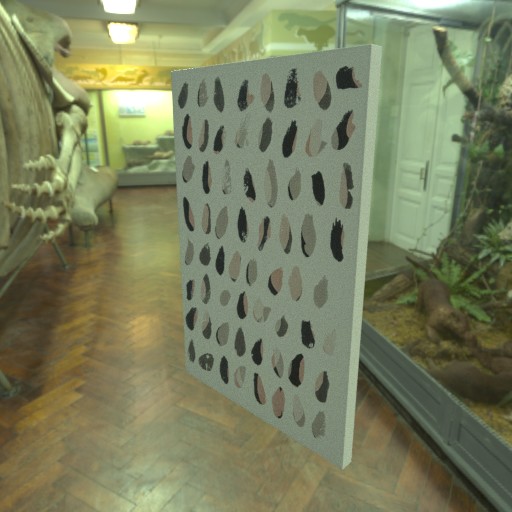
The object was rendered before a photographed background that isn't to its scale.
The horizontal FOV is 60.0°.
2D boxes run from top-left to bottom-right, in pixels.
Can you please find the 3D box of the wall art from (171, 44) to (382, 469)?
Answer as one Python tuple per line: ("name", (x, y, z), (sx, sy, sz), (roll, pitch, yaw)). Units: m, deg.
("wall art", (0.000, 0.000, 0.749), (0.405, 0.608, 0.025), (16, 23, 42))
